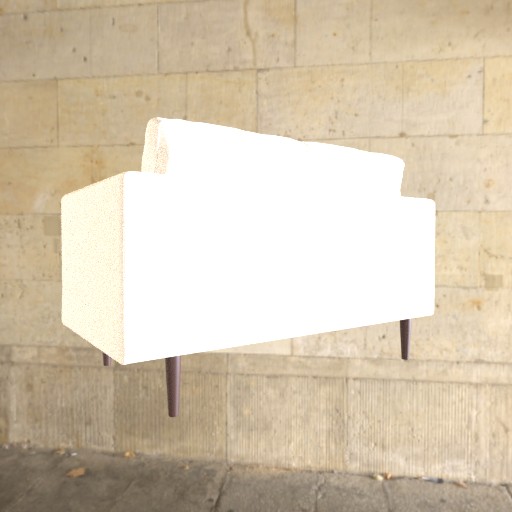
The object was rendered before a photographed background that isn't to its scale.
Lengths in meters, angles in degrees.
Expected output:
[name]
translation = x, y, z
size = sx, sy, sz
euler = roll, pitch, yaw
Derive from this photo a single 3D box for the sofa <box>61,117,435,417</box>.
[sofa]
translation = 0.000, 0.000, 1.906
size = 1.430, 0.908, 0.796
euler = -1, 2, -35
